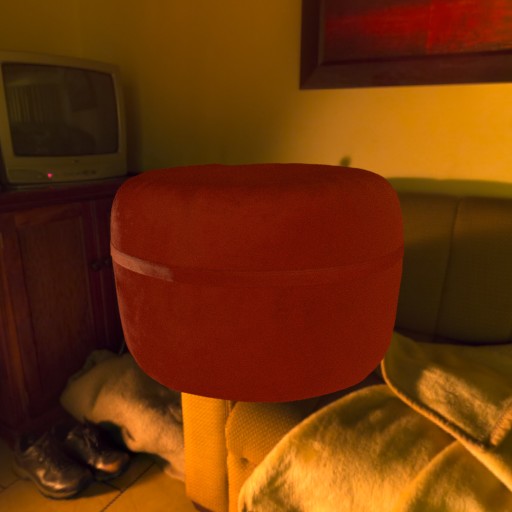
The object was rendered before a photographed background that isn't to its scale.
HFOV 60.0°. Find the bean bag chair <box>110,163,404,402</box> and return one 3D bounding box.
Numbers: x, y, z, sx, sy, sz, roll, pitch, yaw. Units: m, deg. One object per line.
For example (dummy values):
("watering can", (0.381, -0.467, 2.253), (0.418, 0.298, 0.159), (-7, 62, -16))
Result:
("bean bag chair", (0.000, 0.000, 1.930), (1.219, 0.762, 1.219), (0, 15, 0))
